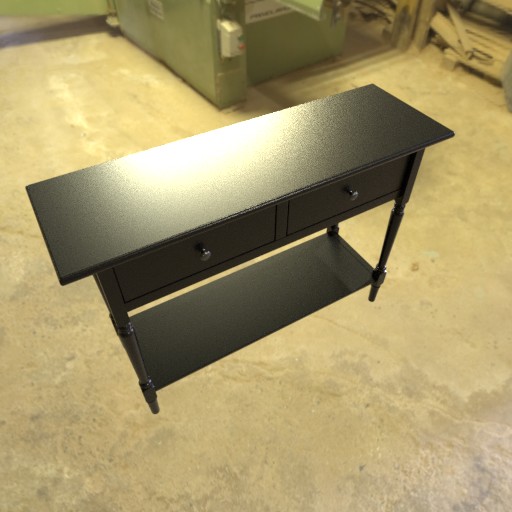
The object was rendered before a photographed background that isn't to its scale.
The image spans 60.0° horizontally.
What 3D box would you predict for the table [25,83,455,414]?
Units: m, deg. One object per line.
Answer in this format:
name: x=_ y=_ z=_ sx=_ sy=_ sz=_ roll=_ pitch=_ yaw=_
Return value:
table: x=0.000 y=0.000 z=1.554 sx=1.191 sy=0.819 sz=0.386 roll=-23 pitch=50 yaw=-20
